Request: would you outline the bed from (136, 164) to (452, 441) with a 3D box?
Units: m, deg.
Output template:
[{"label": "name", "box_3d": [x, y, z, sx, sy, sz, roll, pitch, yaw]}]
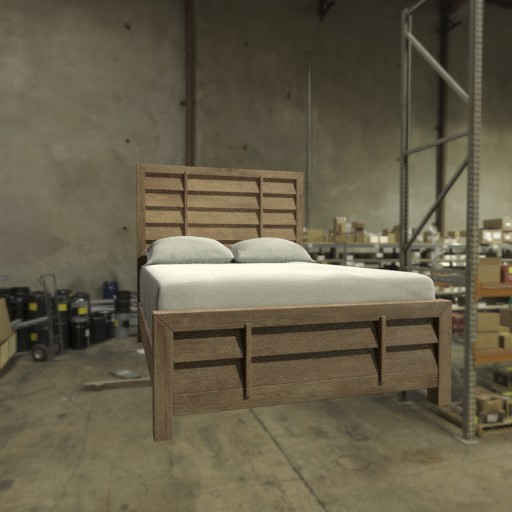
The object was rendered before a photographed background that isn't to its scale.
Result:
[{"label": "bed", "box_3d": [0.000, 0.000, 3.265, 1.626, 1.626, 2.197, 0, 1, -17]}]
